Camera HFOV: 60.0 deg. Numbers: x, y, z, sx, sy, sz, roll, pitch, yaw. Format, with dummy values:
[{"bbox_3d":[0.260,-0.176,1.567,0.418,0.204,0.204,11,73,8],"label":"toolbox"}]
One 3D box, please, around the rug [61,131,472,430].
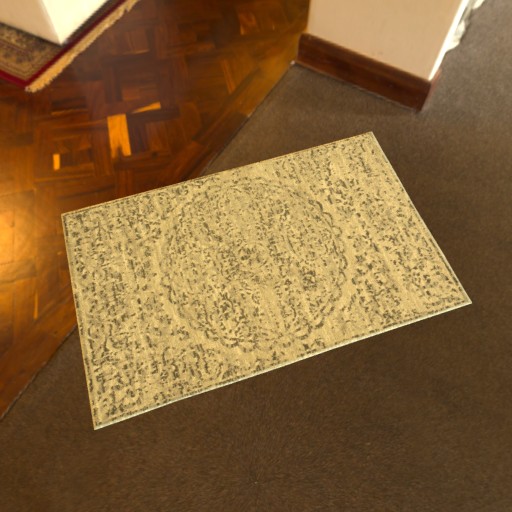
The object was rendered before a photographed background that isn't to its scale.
[{"bbox_3d":[0.000,0.000,3.026,2.447,0.021,1.527,-16,64,-8],"label":"rug"}]
